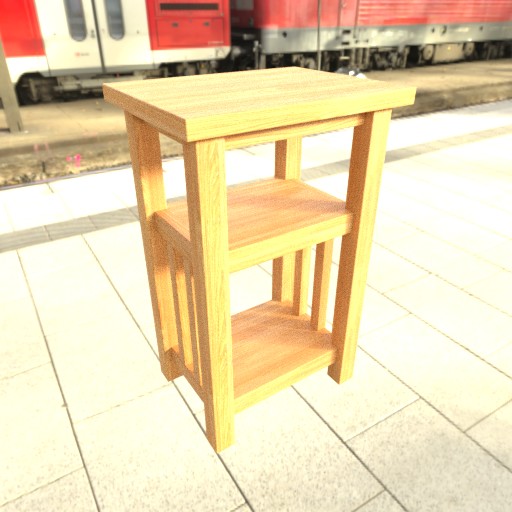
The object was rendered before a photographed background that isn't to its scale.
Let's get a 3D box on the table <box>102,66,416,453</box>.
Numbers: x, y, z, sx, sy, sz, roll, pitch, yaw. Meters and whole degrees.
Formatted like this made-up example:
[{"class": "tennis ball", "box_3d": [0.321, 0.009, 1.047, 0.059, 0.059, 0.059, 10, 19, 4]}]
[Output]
[{"class": "table", "box_3d": [0.000, 0.000, 0.756, 0.350, 0.550, 0.270, -18, 35, -29]}]
